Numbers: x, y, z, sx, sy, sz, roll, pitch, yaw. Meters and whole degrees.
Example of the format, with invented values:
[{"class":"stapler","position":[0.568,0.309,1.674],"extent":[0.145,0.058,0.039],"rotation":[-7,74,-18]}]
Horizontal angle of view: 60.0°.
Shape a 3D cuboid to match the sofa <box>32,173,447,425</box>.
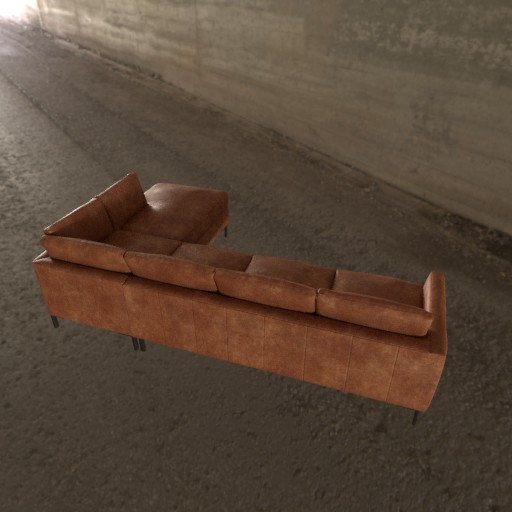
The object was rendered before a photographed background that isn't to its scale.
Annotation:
[{"class":"sofa","position":[0.000,0.000,3.801],"extent":[2.984,0.877,1.938],"rotation":[11,34,16]}]
